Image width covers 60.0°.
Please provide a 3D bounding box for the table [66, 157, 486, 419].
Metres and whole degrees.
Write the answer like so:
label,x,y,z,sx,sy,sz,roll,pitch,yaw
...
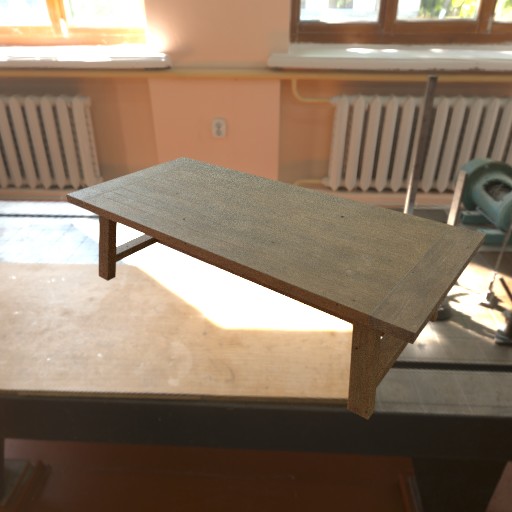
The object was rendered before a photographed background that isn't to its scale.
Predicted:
label,x,y,z,sx,sy,sz,roll,pitch,yaw
table,0.000,0.000,2.165,1.800,0.465,0.820,21,35,32
